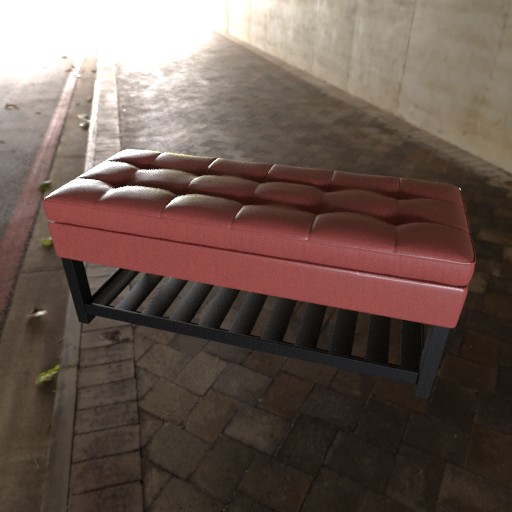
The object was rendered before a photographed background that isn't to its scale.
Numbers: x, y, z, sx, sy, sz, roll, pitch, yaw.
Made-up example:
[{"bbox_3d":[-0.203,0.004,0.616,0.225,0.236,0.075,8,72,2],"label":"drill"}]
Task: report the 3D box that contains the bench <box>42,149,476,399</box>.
[{"bbox_3d":[0.000,0.000,1.345,1.105,0.460,0.432,9,34,14],"label":"bench"}]
